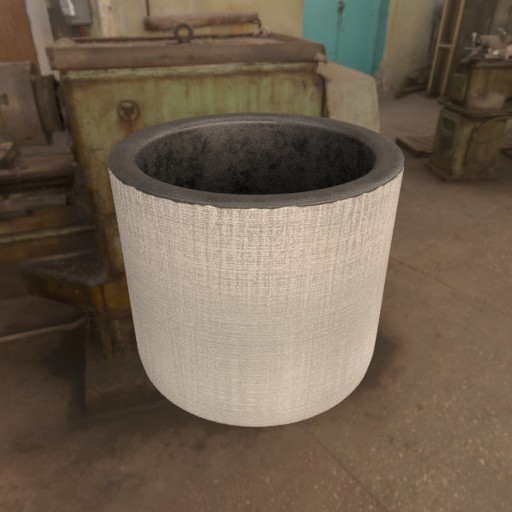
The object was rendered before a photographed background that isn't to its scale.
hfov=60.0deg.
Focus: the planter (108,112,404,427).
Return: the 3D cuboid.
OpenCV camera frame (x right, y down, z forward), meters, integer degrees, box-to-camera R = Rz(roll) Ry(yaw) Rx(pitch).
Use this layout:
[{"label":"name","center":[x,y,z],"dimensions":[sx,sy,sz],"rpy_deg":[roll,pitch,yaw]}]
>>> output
[{"label":"planter","center":[0.000,0.000,0.219],"dimensions":[0.125,0.112,0.125],"rpy_deg":[0,31,0]}]
